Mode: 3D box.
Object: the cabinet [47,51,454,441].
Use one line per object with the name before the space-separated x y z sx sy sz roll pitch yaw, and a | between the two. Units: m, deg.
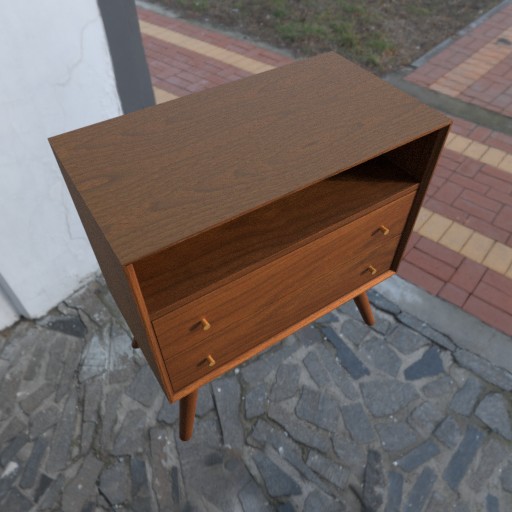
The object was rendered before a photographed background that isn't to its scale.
cabinet | 0.000 0.000 1.153 0.712 0.748 0.388 -26 53 -21
